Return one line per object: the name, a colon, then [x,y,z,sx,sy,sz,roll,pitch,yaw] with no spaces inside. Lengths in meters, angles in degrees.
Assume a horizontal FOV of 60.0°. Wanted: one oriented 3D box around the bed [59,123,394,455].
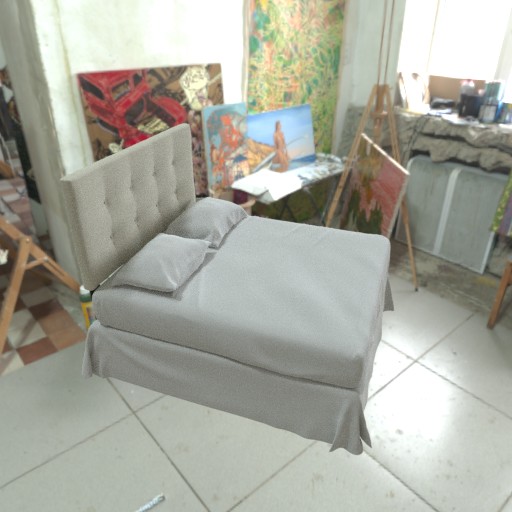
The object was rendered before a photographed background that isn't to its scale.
bed: [0.000,0.000,3.516,2.222,1.577,1.936,10,31,18]
